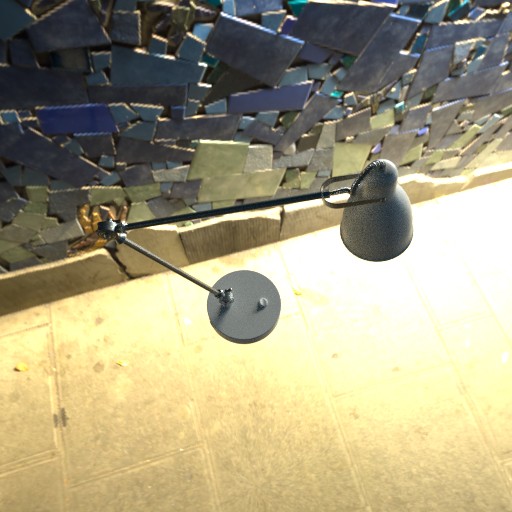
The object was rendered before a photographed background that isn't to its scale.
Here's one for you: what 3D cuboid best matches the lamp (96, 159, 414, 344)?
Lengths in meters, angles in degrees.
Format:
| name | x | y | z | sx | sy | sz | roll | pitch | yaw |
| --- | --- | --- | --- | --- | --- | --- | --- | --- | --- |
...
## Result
| name | x | y | z | sx | sy | sz | roll | pitch | yaw |
| --- | --- | --- | --- | --- | --- | --- | --- | --- | --- |
| lamp | 0.000 | 0.000 | 0.877 | 0.561 | 0.587 | 0.187 | -2 | 63 | -1 |
